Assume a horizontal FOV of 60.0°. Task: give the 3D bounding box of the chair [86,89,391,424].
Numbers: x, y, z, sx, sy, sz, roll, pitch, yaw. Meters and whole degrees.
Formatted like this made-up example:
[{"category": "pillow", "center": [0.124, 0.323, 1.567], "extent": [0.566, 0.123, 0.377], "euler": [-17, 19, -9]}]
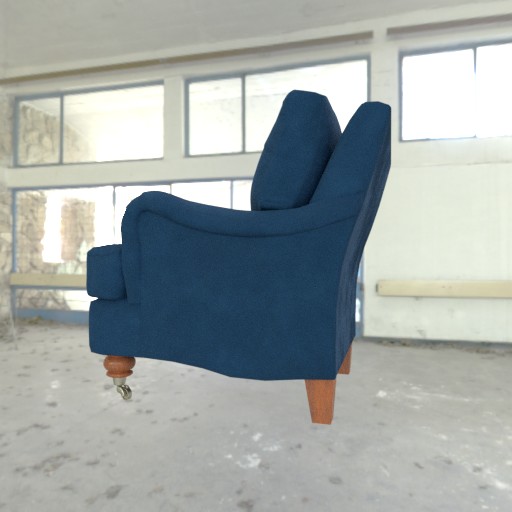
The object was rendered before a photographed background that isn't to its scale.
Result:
[{"category": "chair", "center": [0.000, 0.000, 1.844], "extent": [1.078, 1.076, 0.895], "euler": [0, 0, 17]}]
